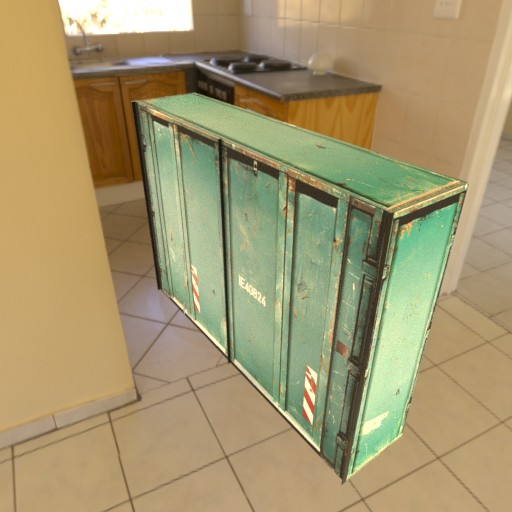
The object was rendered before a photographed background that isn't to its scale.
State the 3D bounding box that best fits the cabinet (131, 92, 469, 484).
[{"bbox_3d":[0.000,0.000,3.843,0.680,2.160,3.001,-21,37,-31],"label":"cabinet"}]
